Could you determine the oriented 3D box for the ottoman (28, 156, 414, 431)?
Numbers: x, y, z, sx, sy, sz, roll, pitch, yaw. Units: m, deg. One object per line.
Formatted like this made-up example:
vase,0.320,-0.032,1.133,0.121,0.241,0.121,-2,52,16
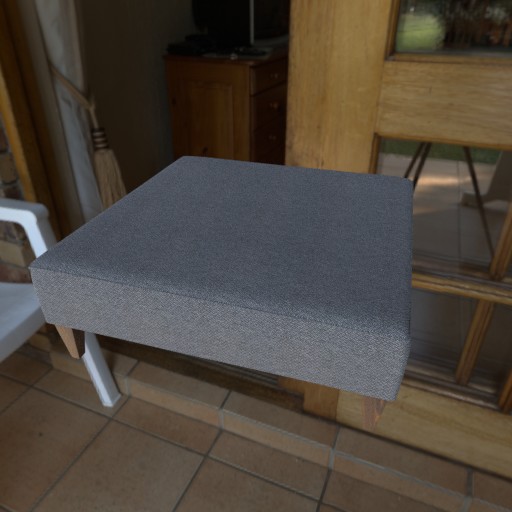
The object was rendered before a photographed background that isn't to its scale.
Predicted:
ottoman,0.000,0.000,1.511,0.981,0.378,0.970,9,32,15
